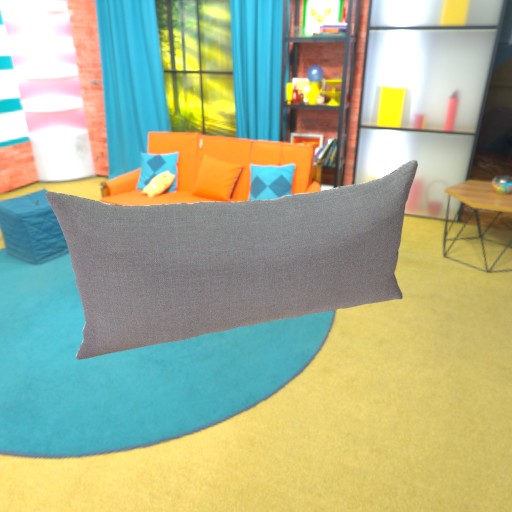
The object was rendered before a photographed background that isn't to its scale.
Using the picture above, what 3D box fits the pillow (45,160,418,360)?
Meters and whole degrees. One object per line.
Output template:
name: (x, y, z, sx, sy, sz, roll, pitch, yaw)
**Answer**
pillow: (0.000, 0.000, 0.763, 0.631, 0.290, 0.148, -8, 27, -16)
